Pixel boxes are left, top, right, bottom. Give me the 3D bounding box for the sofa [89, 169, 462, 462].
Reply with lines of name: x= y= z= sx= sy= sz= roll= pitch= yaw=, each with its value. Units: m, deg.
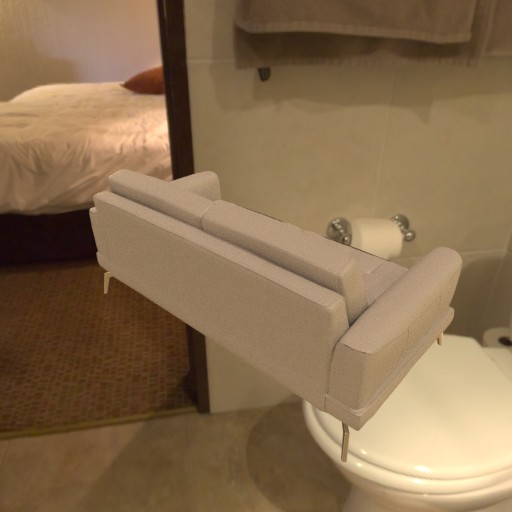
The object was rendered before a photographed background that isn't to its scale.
sofa: x=0.000 y=0.000 z=2.764 sx=2.177 sy=0.930 sz=1.121 roll=24 pitch=37 yaw=36
